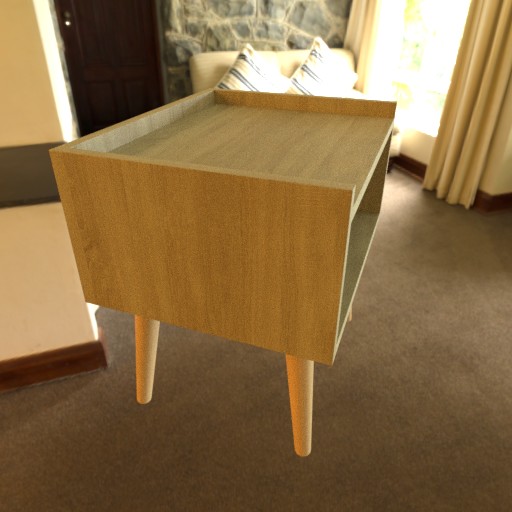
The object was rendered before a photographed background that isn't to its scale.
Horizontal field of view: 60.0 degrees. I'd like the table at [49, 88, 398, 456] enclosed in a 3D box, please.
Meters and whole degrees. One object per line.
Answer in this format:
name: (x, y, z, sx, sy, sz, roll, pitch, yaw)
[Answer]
table: (0.000, 0.000, 0.784, 0.370, 0.470, 0.450, 11, 32, 18)
